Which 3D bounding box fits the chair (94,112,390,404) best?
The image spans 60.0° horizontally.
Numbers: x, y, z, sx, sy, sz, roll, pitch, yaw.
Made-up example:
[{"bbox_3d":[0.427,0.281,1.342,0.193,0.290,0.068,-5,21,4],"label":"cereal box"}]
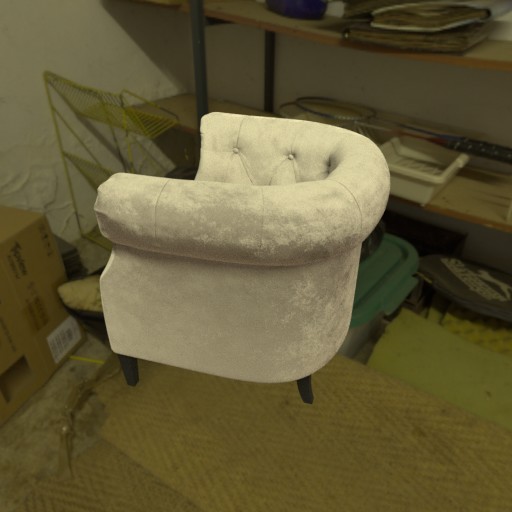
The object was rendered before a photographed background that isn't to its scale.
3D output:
[{"bbox_3d":[0.000,0.000,1.618,0.851,0.826,0.904,9,33,14],"label":"chair"}]
